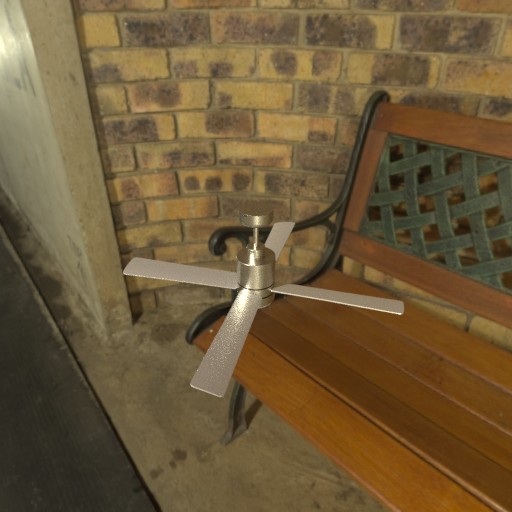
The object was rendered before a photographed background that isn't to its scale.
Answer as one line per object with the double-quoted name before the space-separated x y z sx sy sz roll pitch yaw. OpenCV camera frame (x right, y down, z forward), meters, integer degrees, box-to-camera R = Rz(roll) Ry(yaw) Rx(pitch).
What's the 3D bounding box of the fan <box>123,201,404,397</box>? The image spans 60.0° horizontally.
"fan" 0.000 0.000 2.284 1.525 0.539 1.525 8 32 13
